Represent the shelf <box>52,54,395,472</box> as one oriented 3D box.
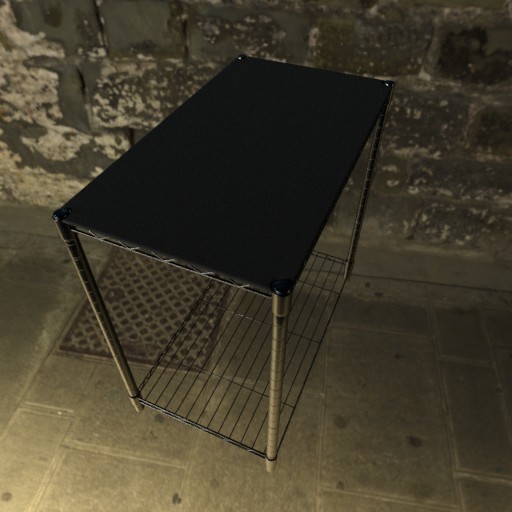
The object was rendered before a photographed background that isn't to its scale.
[{"bbox_3d":[0.000,0.000,0.920,0.338,0.564,0.589,17,48,16],"label":"shelf"}]
